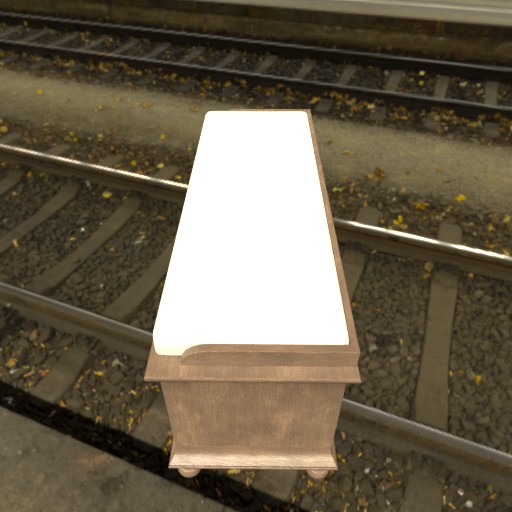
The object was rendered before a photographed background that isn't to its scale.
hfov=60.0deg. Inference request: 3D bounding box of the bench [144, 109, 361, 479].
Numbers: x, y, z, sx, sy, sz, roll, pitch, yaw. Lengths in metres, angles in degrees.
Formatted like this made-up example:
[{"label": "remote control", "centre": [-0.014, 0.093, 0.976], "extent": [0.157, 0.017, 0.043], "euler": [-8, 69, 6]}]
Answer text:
[{"label": "bench", "centre": [0.000, 0.000, 1.400], "extent": [0.402, 0.501, 1.185], "euler": [0, 40, 1]}]
